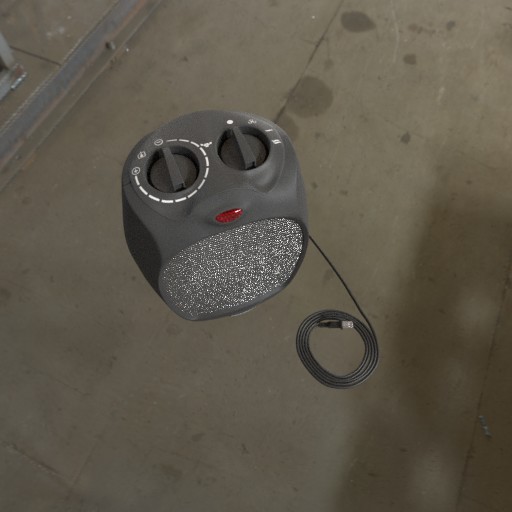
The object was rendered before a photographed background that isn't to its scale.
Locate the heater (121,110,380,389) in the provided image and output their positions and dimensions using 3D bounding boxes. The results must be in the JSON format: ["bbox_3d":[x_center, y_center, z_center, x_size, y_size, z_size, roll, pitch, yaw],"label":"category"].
[{"bbox_3d":[0.000,0.000,0.457,0.239,0.240,0.291,-19,66,-9],"label":"heater"}]
